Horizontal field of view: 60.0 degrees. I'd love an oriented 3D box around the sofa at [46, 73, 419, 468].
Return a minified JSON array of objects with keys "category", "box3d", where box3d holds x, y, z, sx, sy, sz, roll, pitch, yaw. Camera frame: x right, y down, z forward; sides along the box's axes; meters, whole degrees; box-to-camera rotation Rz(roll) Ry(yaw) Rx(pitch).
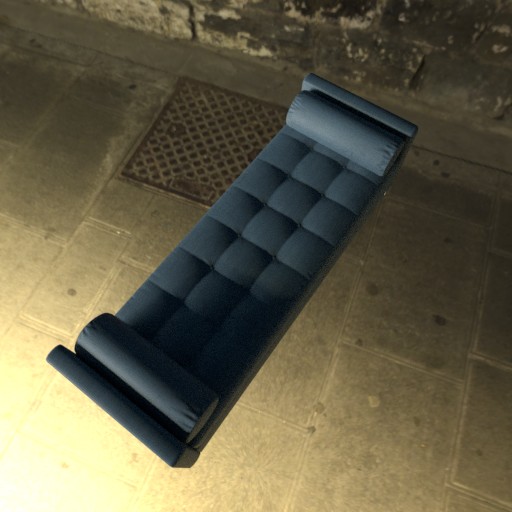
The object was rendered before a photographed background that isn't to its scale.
[{"category":"sofa","box3d":[0.000,0.000,2.309,0.686,0.635,1.981,33,69,15]}]
